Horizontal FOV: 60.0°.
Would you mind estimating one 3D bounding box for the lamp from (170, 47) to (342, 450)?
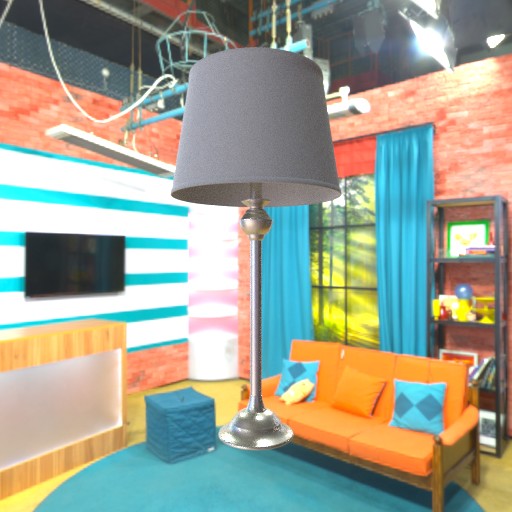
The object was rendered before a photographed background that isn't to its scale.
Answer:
[{"bbox_3d":[0.000,0.000,0.871,0.331,0.698,0.331,0,-1,0],"label":"lamp"}]
